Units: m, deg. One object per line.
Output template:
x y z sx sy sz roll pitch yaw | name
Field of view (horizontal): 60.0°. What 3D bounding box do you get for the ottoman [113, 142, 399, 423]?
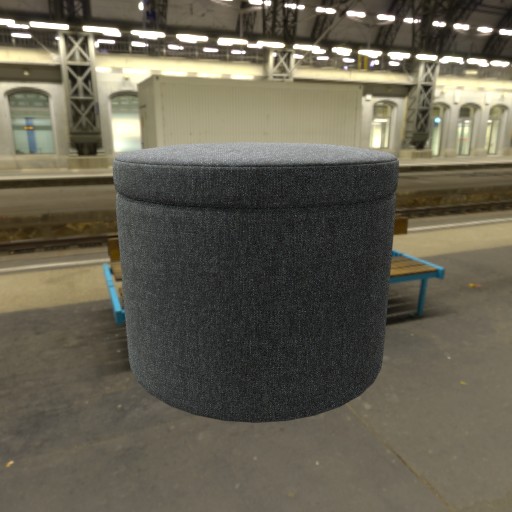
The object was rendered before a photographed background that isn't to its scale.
0.000 0.000 0.854 0.500 0.419 0.500 0 16 0 | ottoman
